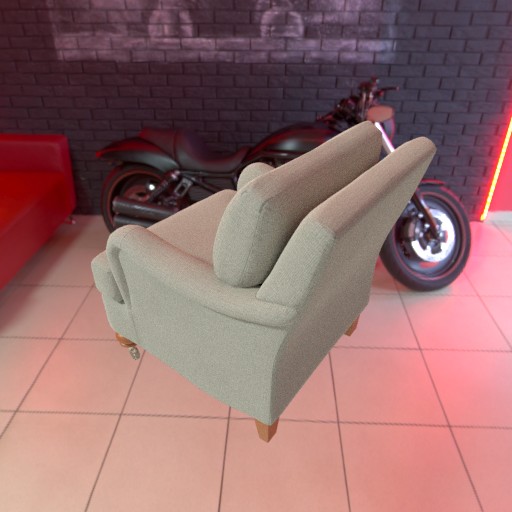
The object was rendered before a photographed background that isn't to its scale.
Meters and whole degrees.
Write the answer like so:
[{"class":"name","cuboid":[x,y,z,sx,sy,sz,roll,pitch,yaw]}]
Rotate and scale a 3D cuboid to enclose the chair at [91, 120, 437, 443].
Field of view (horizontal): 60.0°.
[{"class":"chair","cuboid":[0.000,0.000,1.855,1.070,1.038,0.955,20,37,29]}]
